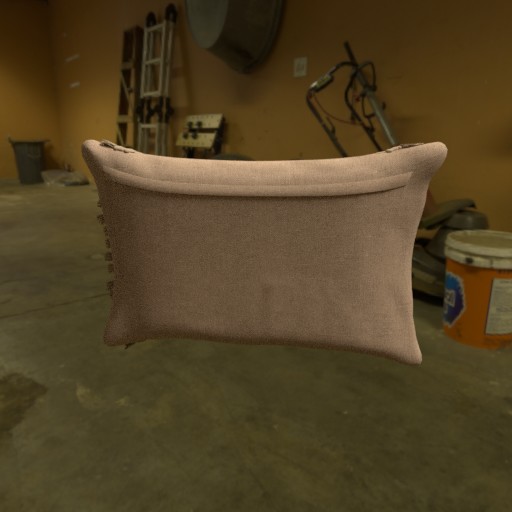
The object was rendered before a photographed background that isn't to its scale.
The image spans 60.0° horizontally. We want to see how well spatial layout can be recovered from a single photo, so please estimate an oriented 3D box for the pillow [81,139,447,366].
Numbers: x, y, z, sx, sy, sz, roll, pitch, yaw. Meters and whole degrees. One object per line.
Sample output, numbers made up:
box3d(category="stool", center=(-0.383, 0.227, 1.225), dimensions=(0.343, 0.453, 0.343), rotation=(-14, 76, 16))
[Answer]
box3d(category="pillow", center=(0.000, 0.000, 0.600), dimensions=(0.466, 0.305, 0.084), rotation=(2, 16, 6))
